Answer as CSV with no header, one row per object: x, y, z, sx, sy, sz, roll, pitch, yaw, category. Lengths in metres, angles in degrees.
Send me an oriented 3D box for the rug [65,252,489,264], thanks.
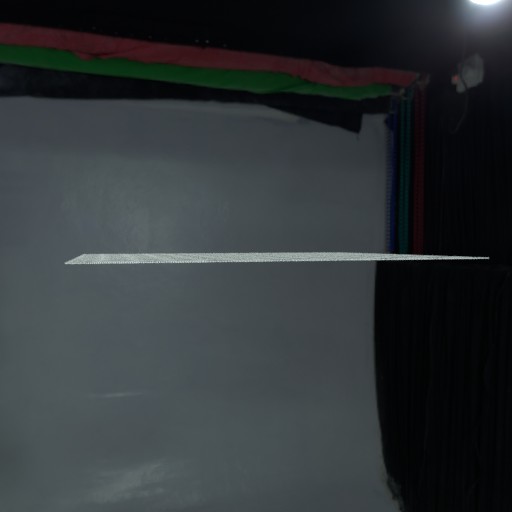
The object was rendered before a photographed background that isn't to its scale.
0.000,0.000,4.071,3.061,0.010,2.330,-1,2,-19,rug
